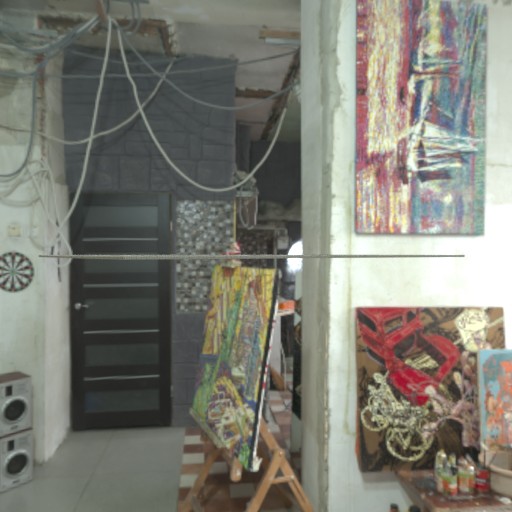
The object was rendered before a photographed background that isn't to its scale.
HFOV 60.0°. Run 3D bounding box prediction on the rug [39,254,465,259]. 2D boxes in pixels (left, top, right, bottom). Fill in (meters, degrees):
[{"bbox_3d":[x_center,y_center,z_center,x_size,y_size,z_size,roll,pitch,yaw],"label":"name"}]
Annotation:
[{"bbox_3d":[0.000,0.000,2.829,2.290,0.014,1.526,0,0,-36],"label":"rug"}]
